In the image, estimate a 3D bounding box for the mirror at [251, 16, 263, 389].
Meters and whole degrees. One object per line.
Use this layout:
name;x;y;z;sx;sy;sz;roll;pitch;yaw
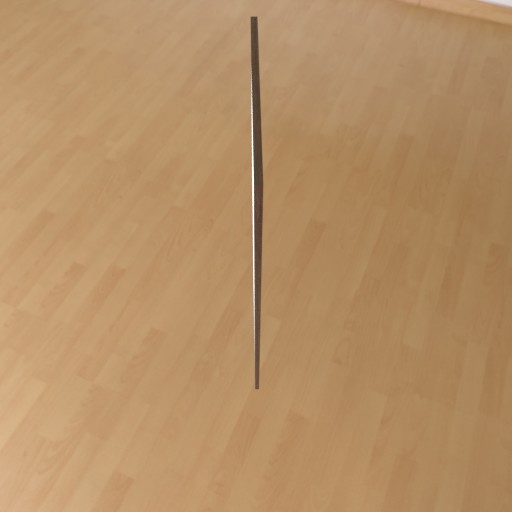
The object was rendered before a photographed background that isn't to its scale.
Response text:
mirror;0.000;0.000;2.280;0.025;2.032;0.812;-1;58;-1
